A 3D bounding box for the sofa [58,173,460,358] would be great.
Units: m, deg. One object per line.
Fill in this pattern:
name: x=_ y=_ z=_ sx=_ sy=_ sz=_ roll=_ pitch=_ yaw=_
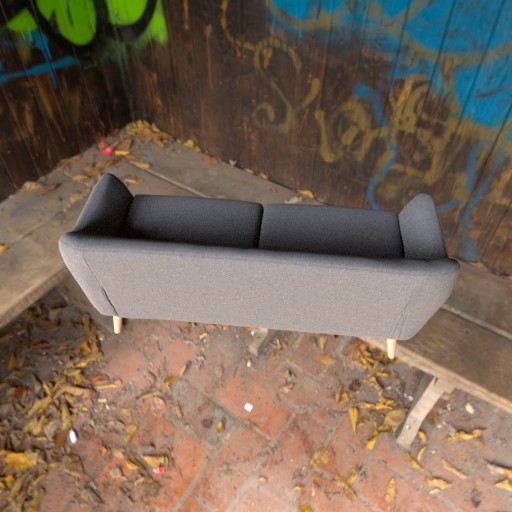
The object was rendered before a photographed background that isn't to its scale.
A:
sofa: x=0.000 y=0.000 z=2.296 sx=1.840 sy=0.820 sz=0.820 roll=4 pitch=47 yaw=4
